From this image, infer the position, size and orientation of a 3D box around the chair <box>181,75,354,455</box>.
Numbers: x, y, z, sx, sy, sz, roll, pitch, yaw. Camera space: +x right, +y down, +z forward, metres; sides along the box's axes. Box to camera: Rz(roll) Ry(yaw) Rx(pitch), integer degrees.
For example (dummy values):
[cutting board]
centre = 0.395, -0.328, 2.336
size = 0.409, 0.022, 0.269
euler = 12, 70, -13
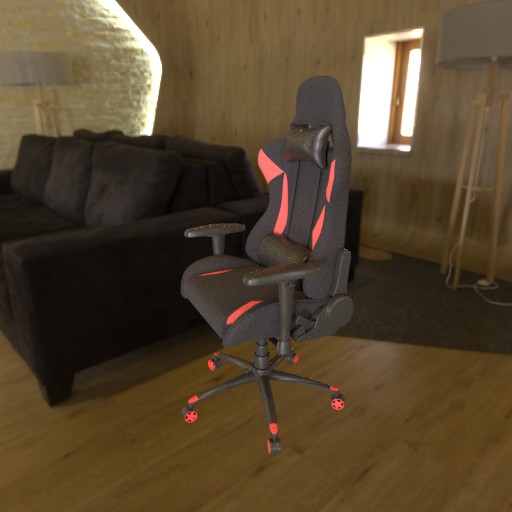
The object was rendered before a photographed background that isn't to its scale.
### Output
[chair]
centre = 0.000, 0.000, 1.737
size = 0.658, 1.326, 0.695
euler = -8, 20, -24
